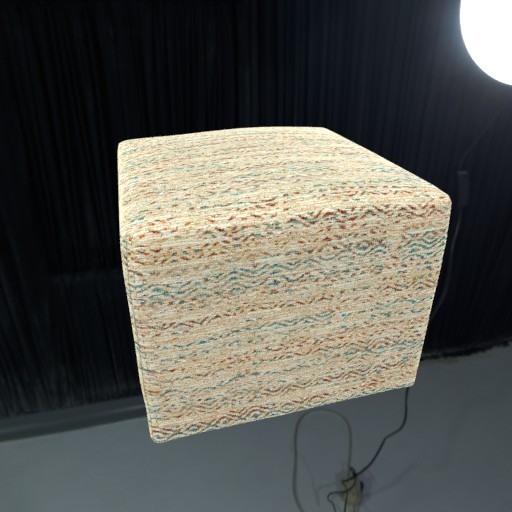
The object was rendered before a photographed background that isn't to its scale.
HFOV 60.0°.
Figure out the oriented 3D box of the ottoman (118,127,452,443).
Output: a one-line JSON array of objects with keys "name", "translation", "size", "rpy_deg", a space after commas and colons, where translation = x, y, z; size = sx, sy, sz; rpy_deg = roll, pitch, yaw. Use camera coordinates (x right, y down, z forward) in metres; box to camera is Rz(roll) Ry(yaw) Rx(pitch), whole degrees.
[{"name": "ottoman", "translation": [0.000, 0.000, 0.927], "size": [0.512, 0.453, 0.521], "rpy_deg": [-8, 29, -14]}]
